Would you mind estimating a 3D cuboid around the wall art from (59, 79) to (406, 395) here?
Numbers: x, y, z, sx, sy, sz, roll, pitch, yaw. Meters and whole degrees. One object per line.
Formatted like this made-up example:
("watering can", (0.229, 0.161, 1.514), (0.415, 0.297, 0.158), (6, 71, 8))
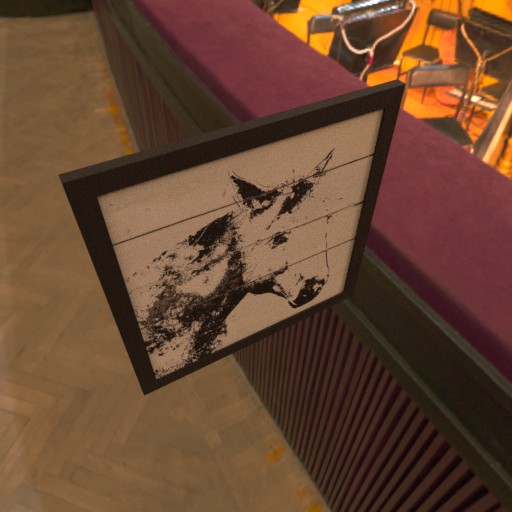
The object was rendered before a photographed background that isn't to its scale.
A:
("wall art", (0.000, 0.000, 1.541), (1.016, 1.016, 0.038), (-22, 50, -20))
